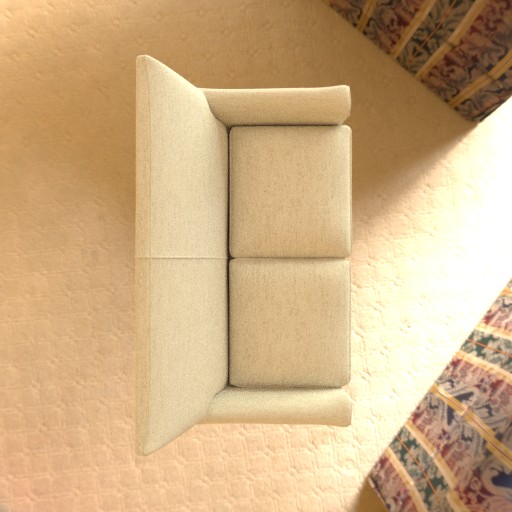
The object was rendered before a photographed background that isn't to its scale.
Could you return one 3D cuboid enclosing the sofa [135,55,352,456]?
[{"bbox_3d":[0.000,0.000,2.061,0.891,0.892,1.482,0,89,0],"label":"sofa"}]
